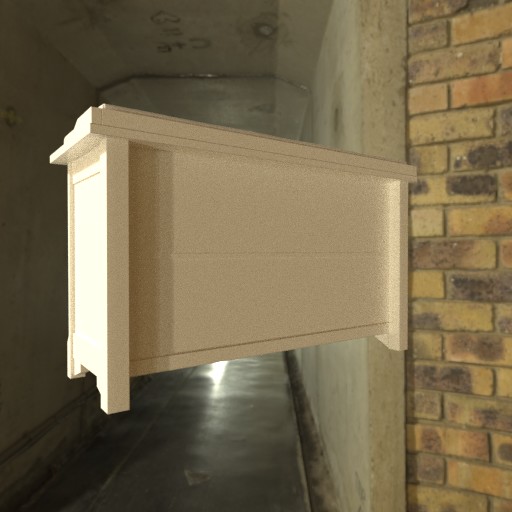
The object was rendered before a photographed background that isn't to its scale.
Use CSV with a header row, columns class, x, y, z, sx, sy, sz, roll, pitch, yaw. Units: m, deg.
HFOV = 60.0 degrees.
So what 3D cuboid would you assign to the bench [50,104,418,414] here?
class,x,y,z,sx,sy,sz,roll,pitch,yaw
bench,0.000,0.000,1.231,0.987,0.589,0.346,0,1,-36
